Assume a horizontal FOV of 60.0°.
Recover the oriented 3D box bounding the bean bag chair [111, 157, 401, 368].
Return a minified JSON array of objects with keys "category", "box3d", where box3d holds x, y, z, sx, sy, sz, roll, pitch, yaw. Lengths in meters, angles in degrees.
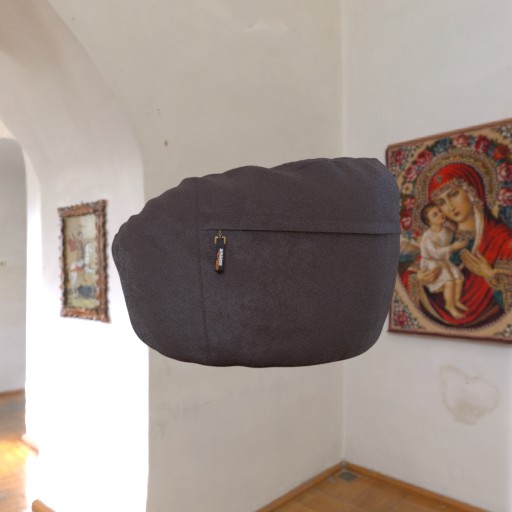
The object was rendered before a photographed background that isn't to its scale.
[{"category":"bean bag chair","box3d":[0.000,0.000,2.060,1.245,0.821,1.245,0,0,0]}]
